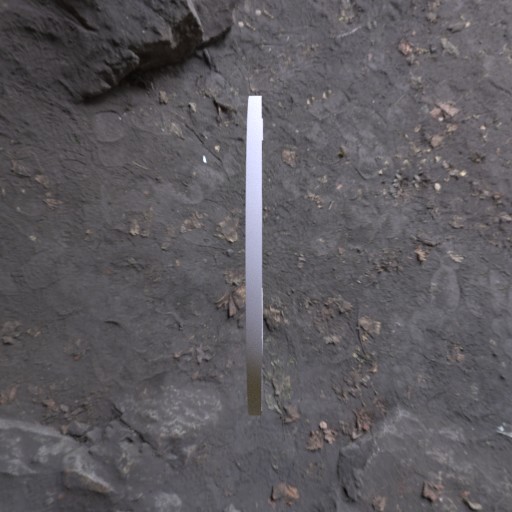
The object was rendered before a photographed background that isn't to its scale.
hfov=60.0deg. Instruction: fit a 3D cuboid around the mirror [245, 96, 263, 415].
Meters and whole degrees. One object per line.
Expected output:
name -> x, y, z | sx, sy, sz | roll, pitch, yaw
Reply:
mirror -> 0.000, 0.000, 1.346 | 0.038, 0.914, 0.914 | 0, 90, 0
